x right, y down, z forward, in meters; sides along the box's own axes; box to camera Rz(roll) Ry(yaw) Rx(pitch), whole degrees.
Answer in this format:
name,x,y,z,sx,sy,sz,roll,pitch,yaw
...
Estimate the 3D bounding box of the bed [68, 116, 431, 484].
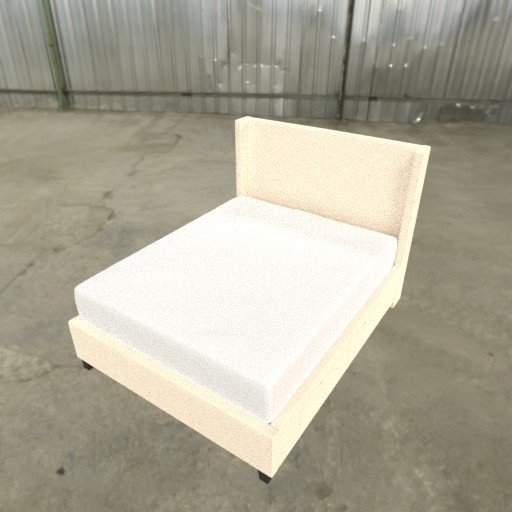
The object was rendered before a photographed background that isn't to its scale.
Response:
name,x,y,z,sx,sy,sz,roll,pitch,yaw
bed,0.000,0.000,3.445,1.765,1.471,2.280,19,36,29
